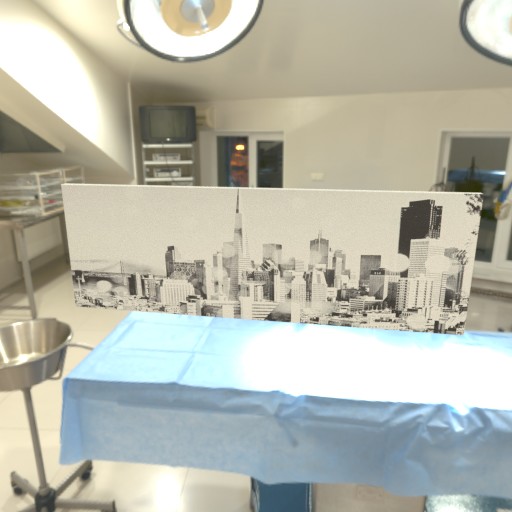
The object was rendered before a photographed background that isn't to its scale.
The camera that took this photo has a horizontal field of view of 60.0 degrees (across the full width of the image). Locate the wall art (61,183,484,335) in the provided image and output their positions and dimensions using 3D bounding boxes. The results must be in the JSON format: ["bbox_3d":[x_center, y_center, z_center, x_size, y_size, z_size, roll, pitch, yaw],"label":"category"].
[{"bbox_3d":[0.000,0.000,1.665,1.520,0.507,0.039,3,16,10],"label":"wall art"}]
